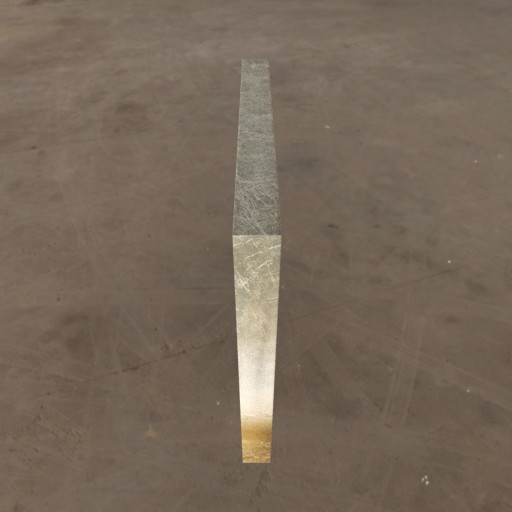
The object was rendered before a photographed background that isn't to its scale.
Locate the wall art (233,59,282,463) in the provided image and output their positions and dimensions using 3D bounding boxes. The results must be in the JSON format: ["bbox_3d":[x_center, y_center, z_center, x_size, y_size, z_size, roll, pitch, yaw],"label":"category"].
[{"bbox_3d":[0.000,0.000,0.630,0.038,0.407,0.405,0,42,0],"label":"wall art"}]
